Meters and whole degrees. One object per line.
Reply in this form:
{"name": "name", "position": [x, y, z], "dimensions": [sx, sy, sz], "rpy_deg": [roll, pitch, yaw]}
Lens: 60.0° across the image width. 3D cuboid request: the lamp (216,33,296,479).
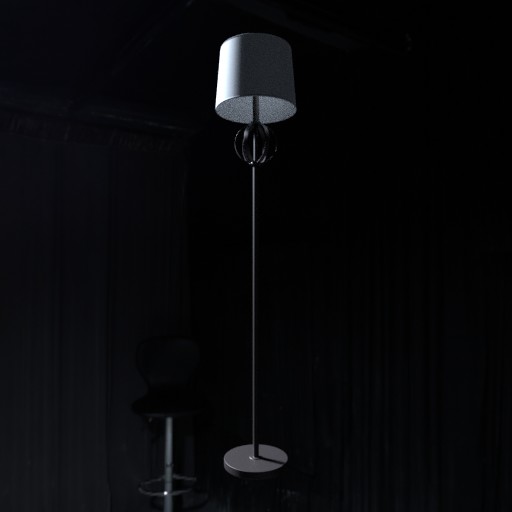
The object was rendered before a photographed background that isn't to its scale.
{"name": "lamp", "position": [0.000, 0.000, 1.569], "dimensions": [0.286, 1.462, 0.286], "rpy_deg": [1, -1, -35]}
